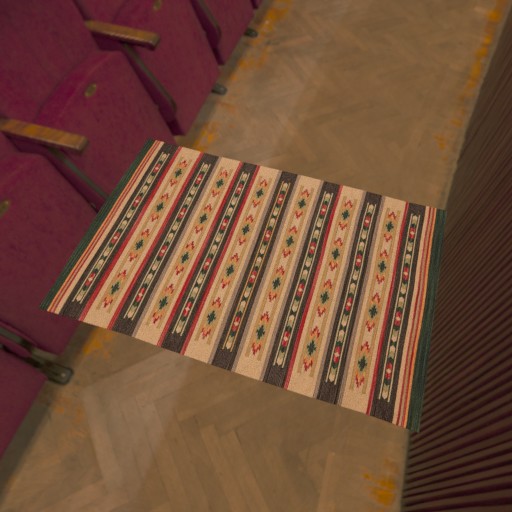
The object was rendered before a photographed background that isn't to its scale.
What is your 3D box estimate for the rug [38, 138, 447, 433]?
[{"bbox_3d":[0.000,0.000,2.292,1.825,0.009,1.221,16,59,10],"label":"rug"}]
